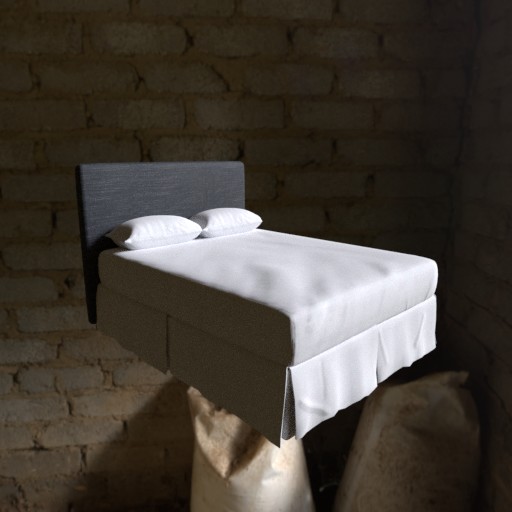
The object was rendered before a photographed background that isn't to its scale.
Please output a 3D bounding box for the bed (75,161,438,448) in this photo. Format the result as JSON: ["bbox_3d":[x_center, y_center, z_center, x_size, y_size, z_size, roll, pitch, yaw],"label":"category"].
[{"bbox_3d":[0.000,0.000,3.260,1.723,1.330,2.142,-13,18,-43],"label":"bed"}]
